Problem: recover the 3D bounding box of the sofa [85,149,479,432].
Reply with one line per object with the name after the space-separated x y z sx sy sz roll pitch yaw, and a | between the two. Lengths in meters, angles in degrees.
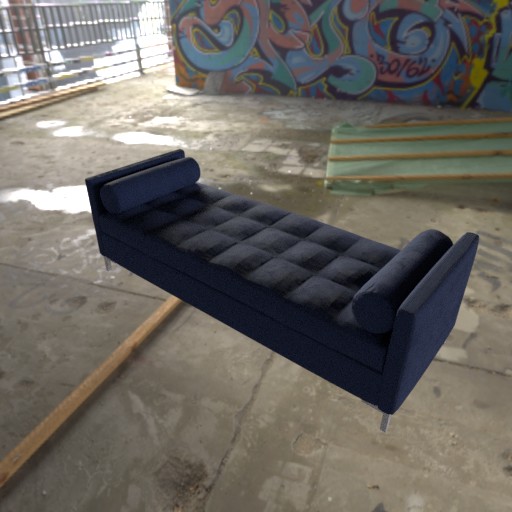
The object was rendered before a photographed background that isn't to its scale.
0.000 0.000 2.533 2.102 0.657 0.797 23 38 33 | sofa
